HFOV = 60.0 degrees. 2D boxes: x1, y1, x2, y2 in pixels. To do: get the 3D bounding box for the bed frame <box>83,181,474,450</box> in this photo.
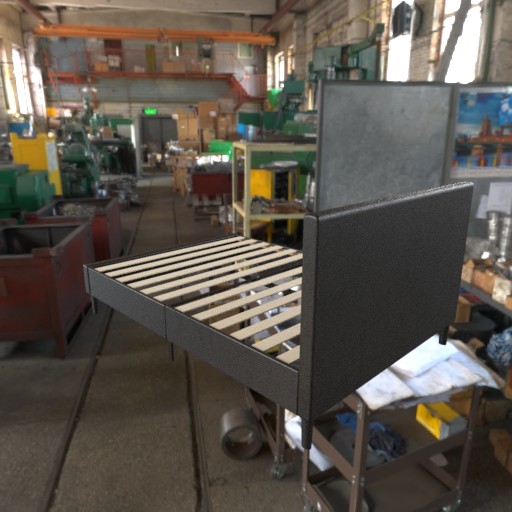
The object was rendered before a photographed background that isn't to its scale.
[{"bbox_3d":[0.000,0.000,2.980,1.469,1.046,2.152,-15,22,-42],"label":"bed frame"}]
